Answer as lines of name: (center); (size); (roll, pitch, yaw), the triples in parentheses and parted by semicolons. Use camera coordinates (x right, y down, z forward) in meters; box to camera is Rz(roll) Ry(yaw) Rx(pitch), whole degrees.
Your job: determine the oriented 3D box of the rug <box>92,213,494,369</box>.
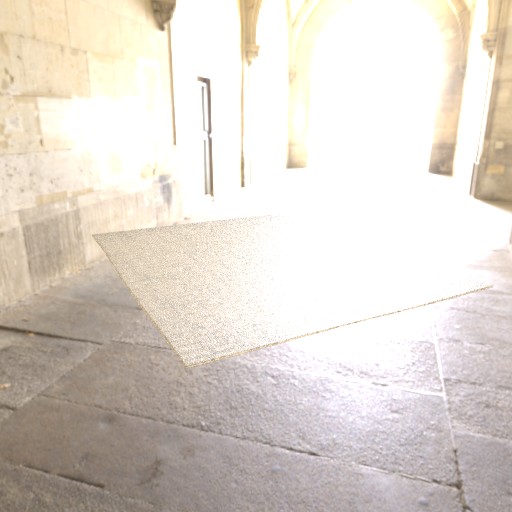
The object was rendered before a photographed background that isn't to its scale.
rug: (0.000, 0.000, 4.071); (2.447, 0.014, 3.061); (-9, 19, -27)
